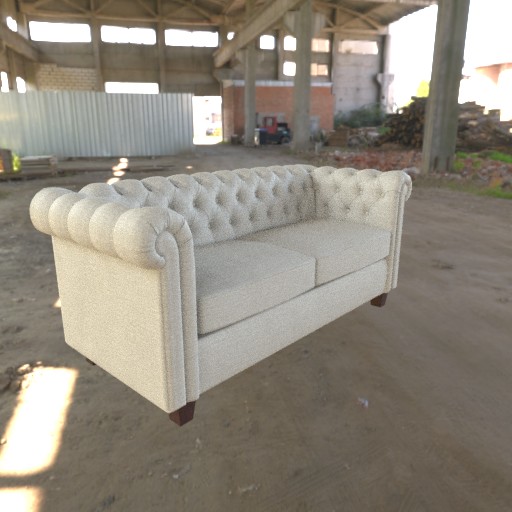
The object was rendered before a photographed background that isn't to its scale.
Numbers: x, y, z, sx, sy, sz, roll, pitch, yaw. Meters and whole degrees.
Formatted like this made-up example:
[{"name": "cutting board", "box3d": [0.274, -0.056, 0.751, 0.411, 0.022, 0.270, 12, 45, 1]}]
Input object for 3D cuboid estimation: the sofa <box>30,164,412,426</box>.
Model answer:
[{"name": "sofa", "box3d": [0.000, 0.000, 2.204, 0.783, 0.797, 1.798, 14, 21, 41]}]
